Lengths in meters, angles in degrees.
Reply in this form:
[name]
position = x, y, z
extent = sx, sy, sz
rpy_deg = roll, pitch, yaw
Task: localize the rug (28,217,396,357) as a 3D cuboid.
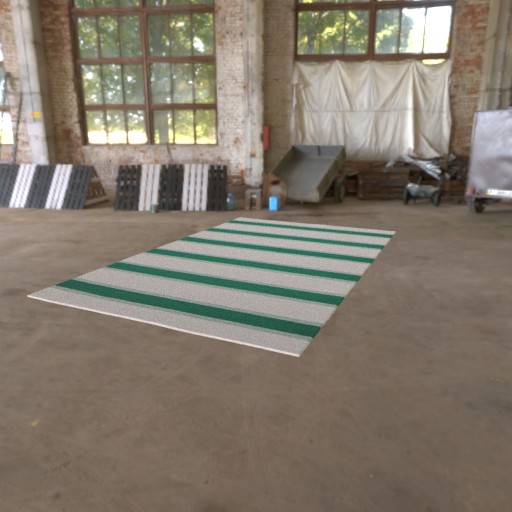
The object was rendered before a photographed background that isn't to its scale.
[rug]
position = 0.000, 0.000, 3.076
extent = 1.521, 0.015, 2.436
rpy_deg = 7, 17, 24
